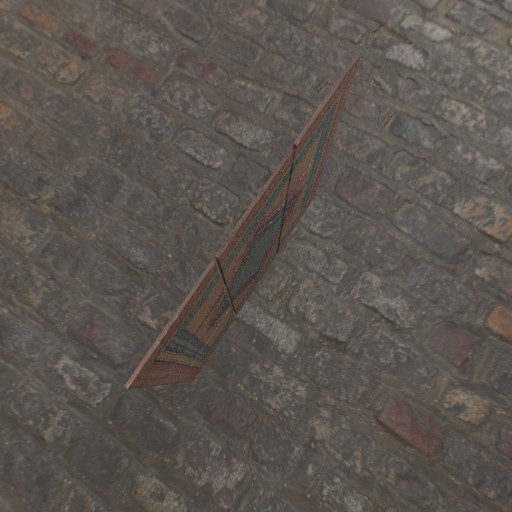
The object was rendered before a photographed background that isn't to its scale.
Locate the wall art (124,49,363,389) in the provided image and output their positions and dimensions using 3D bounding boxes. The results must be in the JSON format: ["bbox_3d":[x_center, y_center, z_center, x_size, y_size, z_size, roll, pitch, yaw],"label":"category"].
[{"bbox_3d":[0.000,0.000,2.319,0.014,1.525,1.527,32,77,8],"label":"wall art"}]
